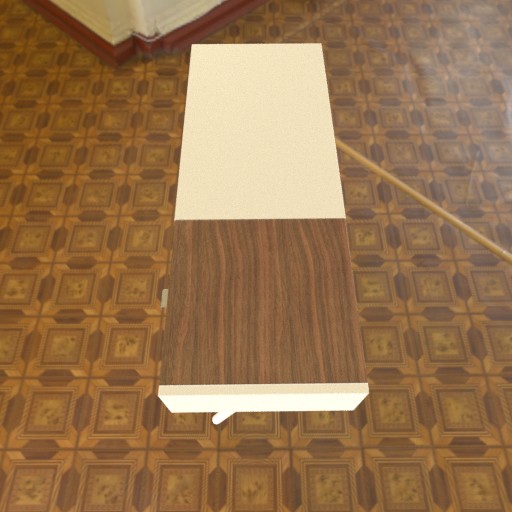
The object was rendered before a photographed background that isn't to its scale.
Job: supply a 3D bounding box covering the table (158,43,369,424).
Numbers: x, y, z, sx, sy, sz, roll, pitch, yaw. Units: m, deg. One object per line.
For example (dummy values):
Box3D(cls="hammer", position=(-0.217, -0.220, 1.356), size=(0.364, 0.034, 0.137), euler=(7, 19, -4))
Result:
Box3D(cls="table", position=(0.000, 0.000, 1.442), size=(0.418, 0.785, 1.066), euler=(-1, 60, 0))
